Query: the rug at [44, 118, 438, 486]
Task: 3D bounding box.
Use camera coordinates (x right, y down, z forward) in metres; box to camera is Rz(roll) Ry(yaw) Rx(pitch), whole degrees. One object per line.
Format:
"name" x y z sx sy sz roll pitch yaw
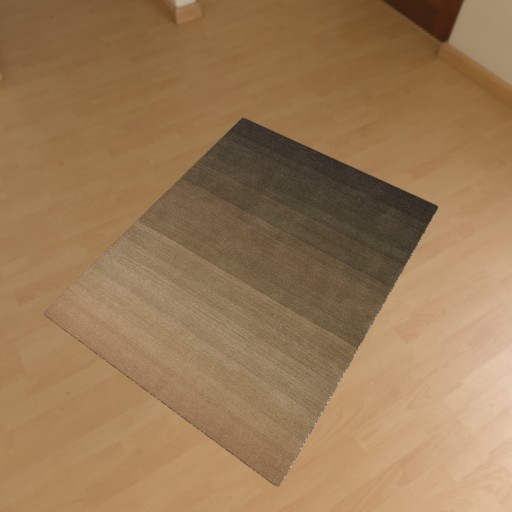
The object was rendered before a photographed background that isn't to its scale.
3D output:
"rug" 0.000 0.000 3.954 2.306 0.017 2.902 29 62 18
